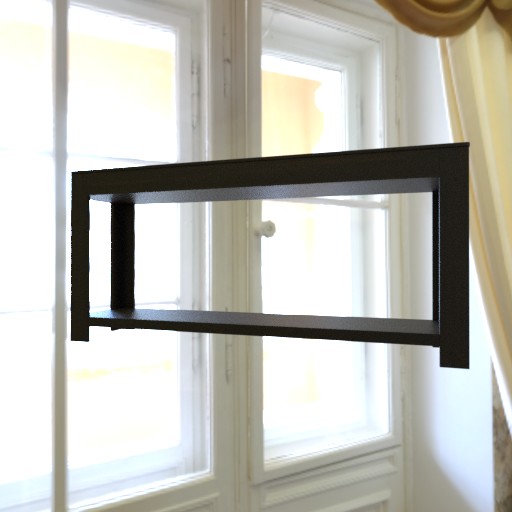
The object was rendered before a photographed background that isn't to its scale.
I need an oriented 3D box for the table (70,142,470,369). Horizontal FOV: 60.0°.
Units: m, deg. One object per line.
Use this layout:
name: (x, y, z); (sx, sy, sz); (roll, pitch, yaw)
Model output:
table: (0.000, 0.000, 1.914); (1.631, 0.762, 0.384); (0, 0, 18)
